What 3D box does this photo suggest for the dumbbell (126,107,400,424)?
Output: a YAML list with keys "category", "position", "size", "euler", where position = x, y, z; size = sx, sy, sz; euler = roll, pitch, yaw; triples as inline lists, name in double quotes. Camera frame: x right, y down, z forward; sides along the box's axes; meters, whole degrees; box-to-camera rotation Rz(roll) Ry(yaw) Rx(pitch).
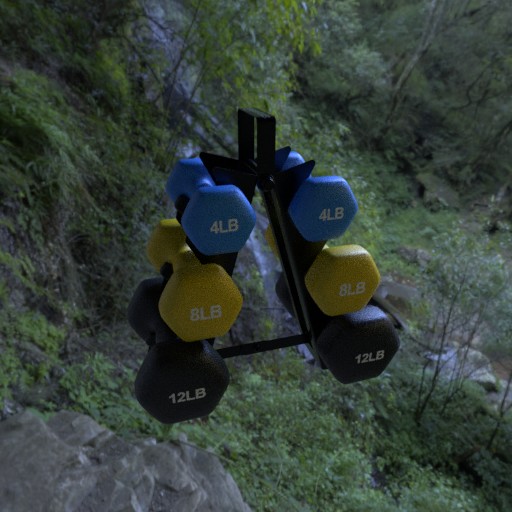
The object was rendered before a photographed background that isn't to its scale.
- category: "dumbbell"
  position: [0.000, 0.000, 0.682]
  size: [0.409, 0.426, 0.255]
  euler: [-8, 27, -15]
